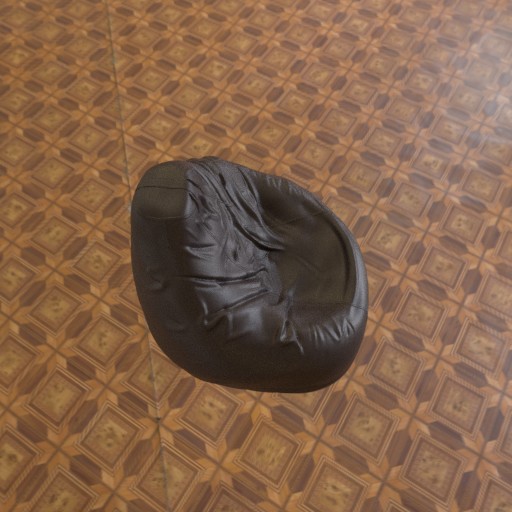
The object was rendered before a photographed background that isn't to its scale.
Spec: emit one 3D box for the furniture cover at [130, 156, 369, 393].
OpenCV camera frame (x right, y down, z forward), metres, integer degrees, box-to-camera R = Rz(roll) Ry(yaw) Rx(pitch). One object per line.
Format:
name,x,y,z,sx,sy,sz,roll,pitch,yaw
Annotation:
furniture cover,0.000,0.000,1.927,1.070,0.990,1.070,0,62,0
